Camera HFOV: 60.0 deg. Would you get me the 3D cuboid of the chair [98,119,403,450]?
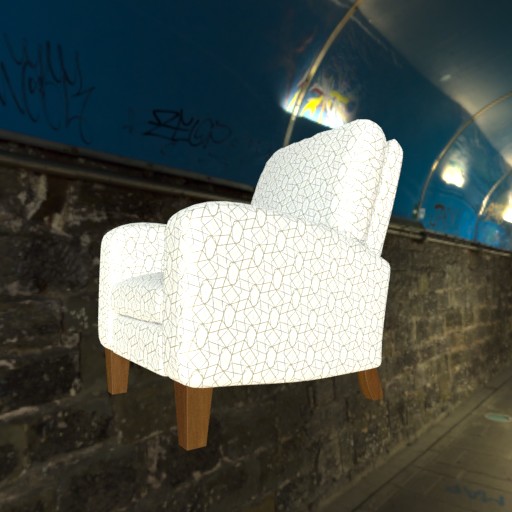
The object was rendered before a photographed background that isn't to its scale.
[{"bbox_3d":[0.000,0.000,1.728,0.995,1.064,0.796,2,-3,-34],"label":"chair"}]
